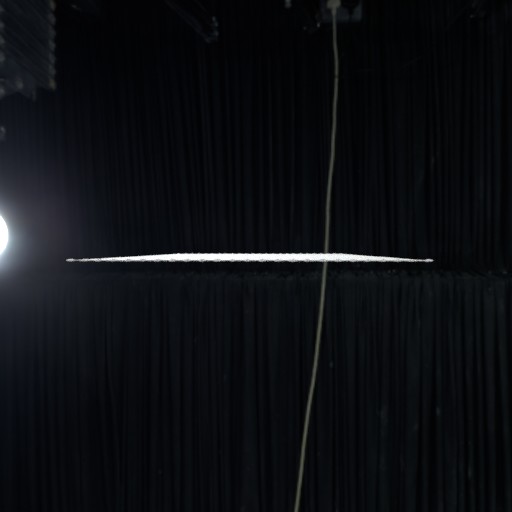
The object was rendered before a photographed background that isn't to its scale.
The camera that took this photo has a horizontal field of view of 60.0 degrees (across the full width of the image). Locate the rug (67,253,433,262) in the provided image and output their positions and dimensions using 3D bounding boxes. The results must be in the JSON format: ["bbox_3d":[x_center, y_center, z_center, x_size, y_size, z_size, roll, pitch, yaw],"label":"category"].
[{"bbox_3d":[0.000,0.000,3.938,2.030,0.017,3.040,0,1,2],"label":"rug"}]
